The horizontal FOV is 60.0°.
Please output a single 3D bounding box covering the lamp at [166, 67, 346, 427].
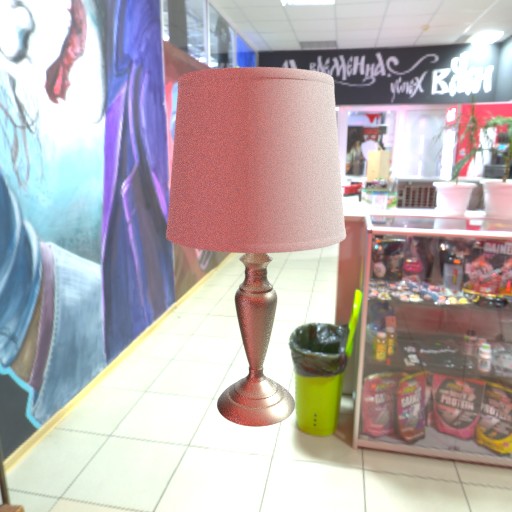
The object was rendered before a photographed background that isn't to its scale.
[{"bbox_3d":[0.000,0.000,0.833,0.328,0.619,0.328,0,14,0],"label":"lamp"}]
